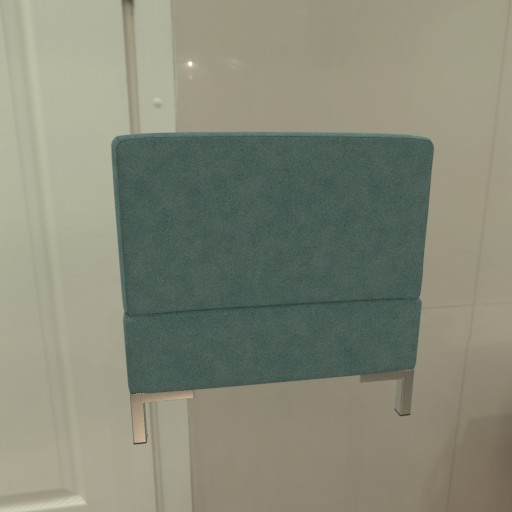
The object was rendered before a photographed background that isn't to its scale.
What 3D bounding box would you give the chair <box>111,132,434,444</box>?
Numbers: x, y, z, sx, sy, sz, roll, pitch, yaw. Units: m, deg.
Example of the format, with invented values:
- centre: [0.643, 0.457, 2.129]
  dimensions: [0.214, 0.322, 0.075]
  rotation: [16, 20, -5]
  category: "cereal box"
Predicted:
- centre: [0.000, 0.000, 1.256]
  dimensions: [0.684, 0.660, 0.685]
  rotation: [-2, 14, -9]
  category: "chair"
